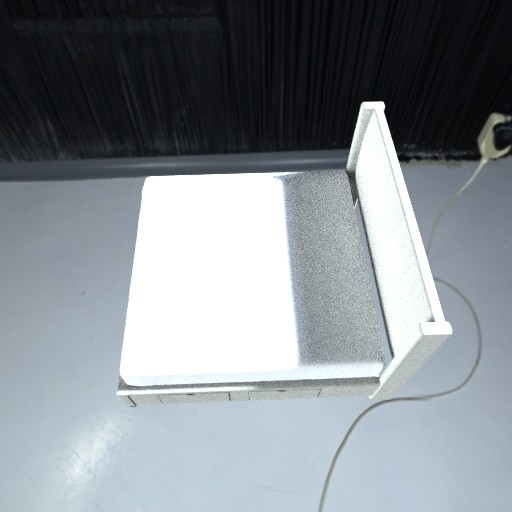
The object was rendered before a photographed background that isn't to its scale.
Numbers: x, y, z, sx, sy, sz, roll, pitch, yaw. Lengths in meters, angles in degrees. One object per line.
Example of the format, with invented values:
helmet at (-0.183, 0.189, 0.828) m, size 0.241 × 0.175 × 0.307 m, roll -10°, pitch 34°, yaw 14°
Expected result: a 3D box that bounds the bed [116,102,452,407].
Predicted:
bed at (0.000, 0.000, 3.813) m, size 2.280 × 1.470 × 2.140 m, roll -2°, pitch 57°, yaw -1°
